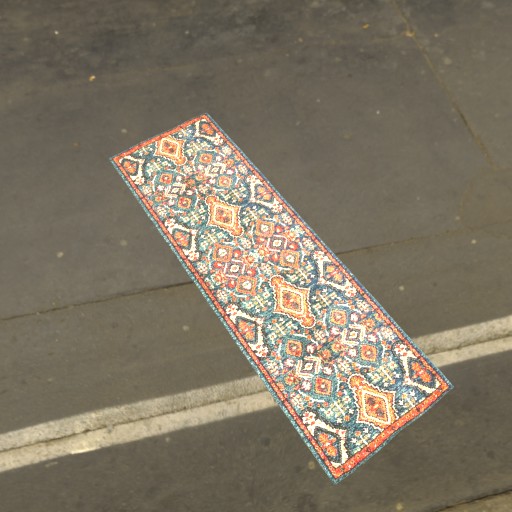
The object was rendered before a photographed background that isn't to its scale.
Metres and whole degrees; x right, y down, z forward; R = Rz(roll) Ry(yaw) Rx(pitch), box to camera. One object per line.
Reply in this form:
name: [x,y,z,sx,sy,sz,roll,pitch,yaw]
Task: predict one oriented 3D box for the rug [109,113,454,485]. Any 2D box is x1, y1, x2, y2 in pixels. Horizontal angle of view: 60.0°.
rug: [0.000,0.000,2.678,0.801,0.010,2.459,-31,64,-17]
